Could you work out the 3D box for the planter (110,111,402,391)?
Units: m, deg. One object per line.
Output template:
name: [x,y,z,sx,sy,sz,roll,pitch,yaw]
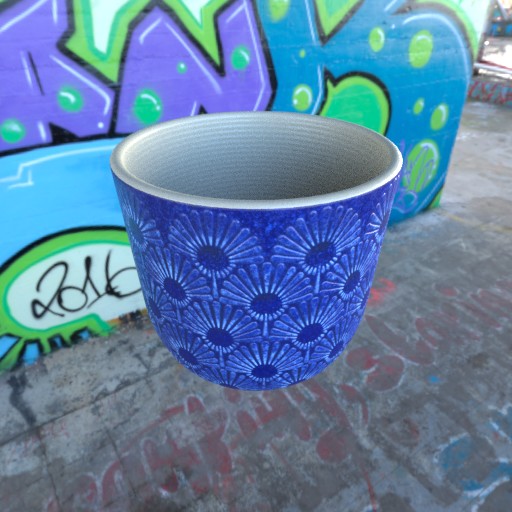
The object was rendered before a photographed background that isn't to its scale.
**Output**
planter: [0.000,0.000,0.372,0.206,0.190,0.206,0,32,0]
